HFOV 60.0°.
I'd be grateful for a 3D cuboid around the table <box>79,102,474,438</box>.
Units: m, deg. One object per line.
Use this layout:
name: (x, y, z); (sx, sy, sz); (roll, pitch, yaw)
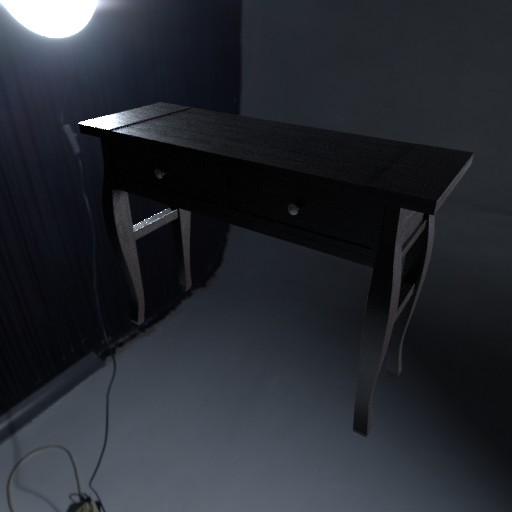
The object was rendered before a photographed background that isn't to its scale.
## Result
table: (0.000, 0.000, 1.419); (1.062, 0.768, 0.373); (19, 35, 28)
